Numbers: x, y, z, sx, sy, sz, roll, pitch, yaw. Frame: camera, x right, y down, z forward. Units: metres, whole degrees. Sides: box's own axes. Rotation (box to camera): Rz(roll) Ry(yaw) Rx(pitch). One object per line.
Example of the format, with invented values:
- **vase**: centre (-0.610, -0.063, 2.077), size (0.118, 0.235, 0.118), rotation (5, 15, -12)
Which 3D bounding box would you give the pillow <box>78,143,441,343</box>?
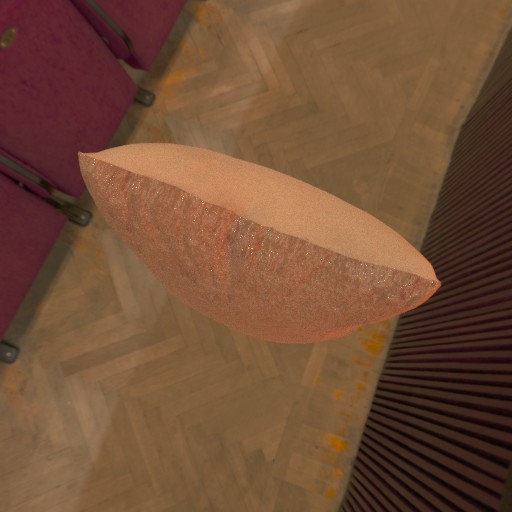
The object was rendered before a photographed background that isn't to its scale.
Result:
- **pillow**: centre (0.000, 0.000, 0.716), size (0.450, 0.448, 0.245), rotation (23, 77, 5)
